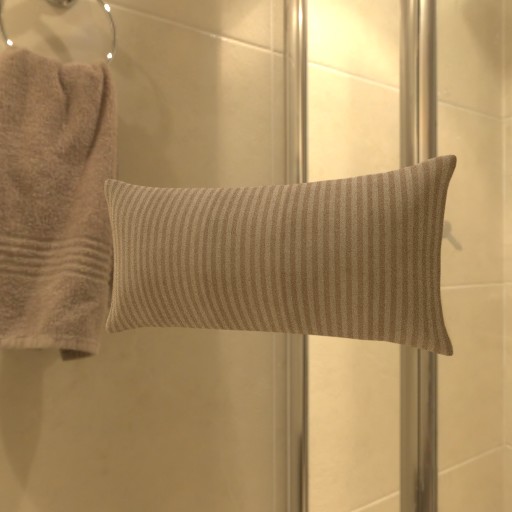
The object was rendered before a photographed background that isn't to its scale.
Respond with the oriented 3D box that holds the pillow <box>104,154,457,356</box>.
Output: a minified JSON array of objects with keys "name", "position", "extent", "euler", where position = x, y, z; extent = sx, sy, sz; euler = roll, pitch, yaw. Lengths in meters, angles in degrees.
[{"name":"pillow","position":[0.000,0.000,0.745],"extent":[0.617,0.295,0.151],"euler":[0,0,20]}]
